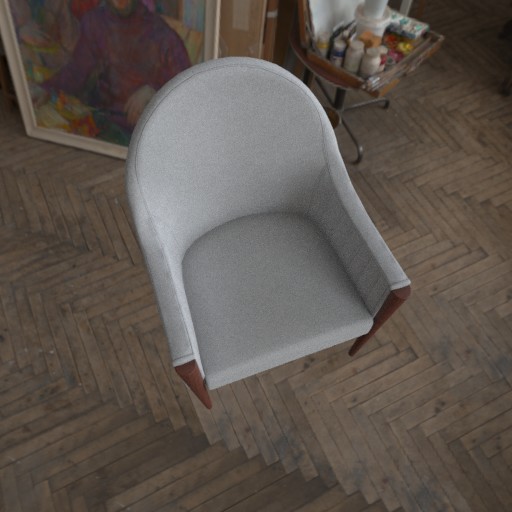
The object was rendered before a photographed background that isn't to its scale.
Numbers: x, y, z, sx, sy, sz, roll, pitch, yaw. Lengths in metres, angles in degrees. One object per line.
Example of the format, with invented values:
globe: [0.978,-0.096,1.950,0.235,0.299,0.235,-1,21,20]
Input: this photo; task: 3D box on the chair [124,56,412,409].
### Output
chair: [0.000,0.000,1.292,0.610,0.889,0.620,-18,63,-9]
